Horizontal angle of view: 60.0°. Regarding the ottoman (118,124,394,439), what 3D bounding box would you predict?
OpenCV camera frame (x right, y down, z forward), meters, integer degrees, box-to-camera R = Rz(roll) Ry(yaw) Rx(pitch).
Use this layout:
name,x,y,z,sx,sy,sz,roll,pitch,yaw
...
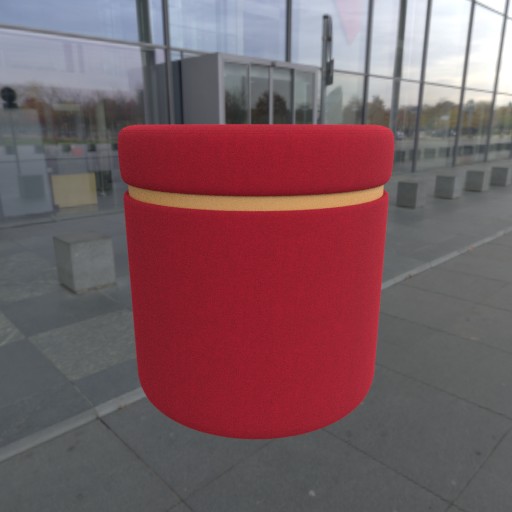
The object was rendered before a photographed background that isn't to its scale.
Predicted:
name,x,y,z,sx,sy,sz,roll,pitch,yaw
ottoman,0.000,0.000,0.717,0.400,0.406,0.400,0,16,0
